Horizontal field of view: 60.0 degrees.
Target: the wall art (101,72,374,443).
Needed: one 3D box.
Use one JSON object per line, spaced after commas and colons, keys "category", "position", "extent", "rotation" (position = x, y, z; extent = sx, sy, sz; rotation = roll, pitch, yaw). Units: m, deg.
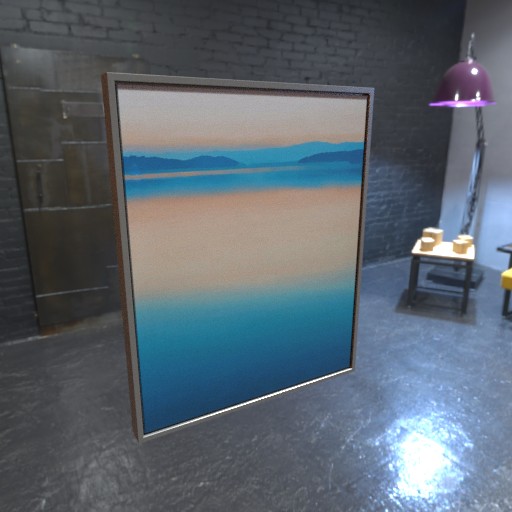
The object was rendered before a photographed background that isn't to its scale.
{"category": "wall art", "position": [0.000, 0.000, 0.757], "extent": [0.453, 0.554, 0.037], "rotation": [-9, 18, -28]}
